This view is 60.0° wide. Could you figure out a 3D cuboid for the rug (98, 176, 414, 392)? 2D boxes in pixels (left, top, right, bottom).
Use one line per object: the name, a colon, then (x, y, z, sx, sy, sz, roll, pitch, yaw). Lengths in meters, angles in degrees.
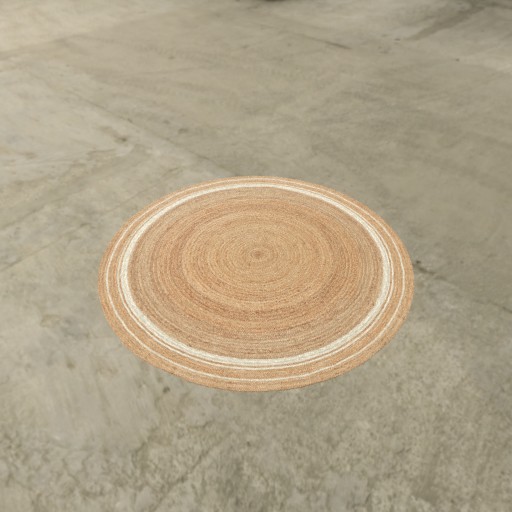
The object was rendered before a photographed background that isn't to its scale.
rug: (0.000, 0.000, 3.548, 2.444, 0.015, 2.444, 0, 41, 0)
